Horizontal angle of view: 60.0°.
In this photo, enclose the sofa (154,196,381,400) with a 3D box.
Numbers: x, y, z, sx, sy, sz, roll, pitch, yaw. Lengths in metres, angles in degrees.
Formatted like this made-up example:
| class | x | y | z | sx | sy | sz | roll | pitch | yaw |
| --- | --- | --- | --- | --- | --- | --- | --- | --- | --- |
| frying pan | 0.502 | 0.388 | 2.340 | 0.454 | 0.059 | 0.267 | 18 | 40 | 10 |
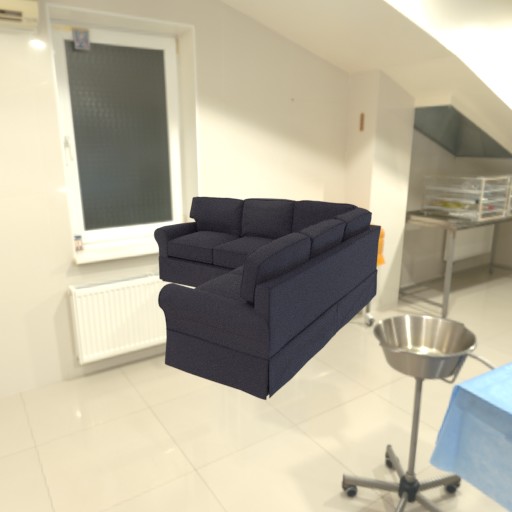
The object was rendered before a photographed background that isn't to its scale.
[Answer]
| class | x | y | z | sx | sy | sz | roll | pitch | yaw |
| --- | --- | --- | --- | --- | --- | --- | --- | --- | --- |
| sofa | 0.000 | 0.000 | 5.189 | 2.874 | 1.169 | 3.773 | -8 | 17 | -26 |
